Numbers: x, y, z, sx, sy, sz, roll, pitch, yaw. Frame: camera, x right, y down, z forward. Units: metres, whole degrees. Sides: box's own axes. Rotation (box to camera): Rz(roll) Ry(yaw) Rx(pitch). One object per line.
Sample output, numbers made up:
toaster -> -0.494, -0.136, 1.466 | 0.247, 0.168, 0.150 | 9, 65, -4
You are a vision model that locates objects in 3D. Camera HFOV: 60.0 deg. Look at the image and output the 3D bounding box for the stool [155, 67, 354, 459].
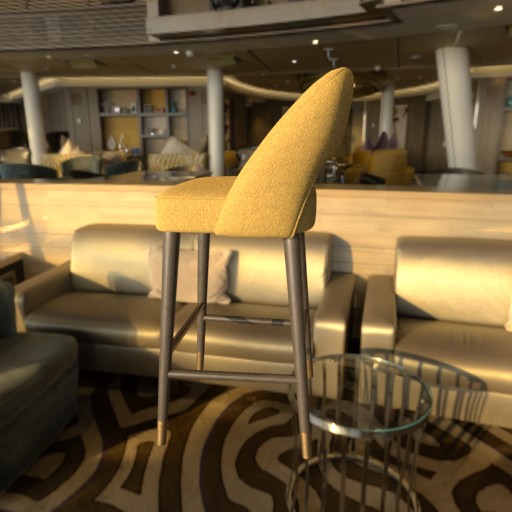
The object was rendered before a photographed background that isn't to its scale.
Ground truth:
stool -> 0.000, 0.000, 1.336 | 0.522, 1.032, 0.536 | 2, 15, 7
